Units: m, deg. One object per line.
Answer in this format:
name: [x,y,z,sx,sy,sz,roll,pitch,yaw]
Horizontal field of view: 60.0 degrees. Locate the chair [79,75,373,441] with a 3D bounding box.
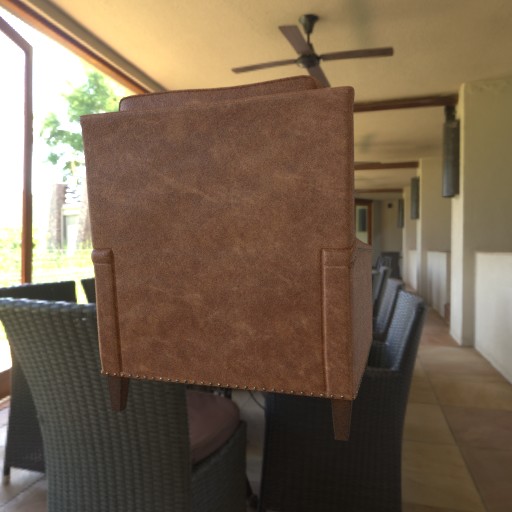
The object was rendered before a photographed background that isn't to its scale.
chair: [0.000,0.000,1.755,0.854,1.054,1.035,0,1,18]
